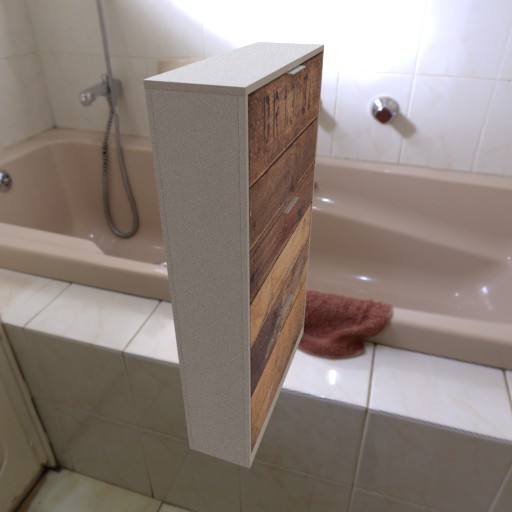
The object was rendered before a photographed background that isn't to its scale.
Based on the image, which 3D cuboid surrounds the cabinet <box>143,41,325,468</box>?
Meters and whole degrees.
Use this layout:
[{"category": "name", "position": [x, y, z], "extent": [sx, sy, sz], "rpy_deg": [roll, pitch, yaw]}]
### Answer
[{"category": "cabinet", "position": [0.000, 0.000, 1.556], "extent": [0.250, 1.280, 0.750], "rpy_deg": [11, 33, 17]}]
